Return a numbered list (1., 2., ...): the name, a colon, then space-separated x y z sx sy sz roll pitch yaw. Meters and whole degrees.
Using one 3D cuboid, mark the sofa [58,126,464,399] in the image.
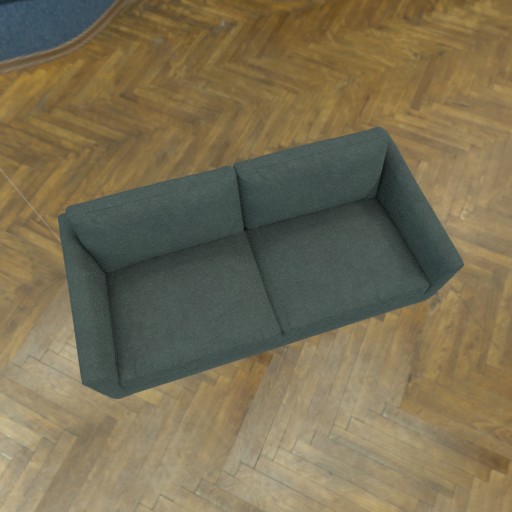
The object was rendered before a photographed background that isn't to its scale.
1. sofa: 0.000 0.000 2.855 2.257 0.838 1.092 -16 65 -8
